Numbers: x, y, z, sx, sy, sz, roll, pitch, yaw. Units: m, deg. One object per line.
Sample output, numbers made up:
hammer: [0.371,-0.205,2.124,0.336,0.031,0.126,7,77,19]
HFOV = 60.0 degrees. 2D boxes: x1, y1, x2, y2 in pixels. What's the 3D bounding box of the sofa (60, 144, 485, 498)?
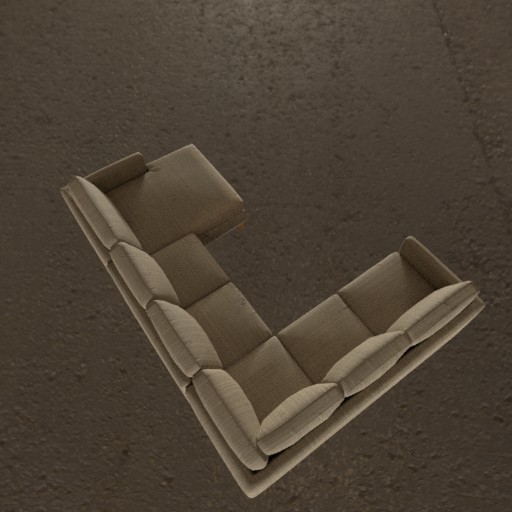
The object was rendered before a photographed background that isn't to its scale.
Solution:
sofa: [0.000,0.000,4.454,2.594,0.961,3.460,-31,64,-17]
